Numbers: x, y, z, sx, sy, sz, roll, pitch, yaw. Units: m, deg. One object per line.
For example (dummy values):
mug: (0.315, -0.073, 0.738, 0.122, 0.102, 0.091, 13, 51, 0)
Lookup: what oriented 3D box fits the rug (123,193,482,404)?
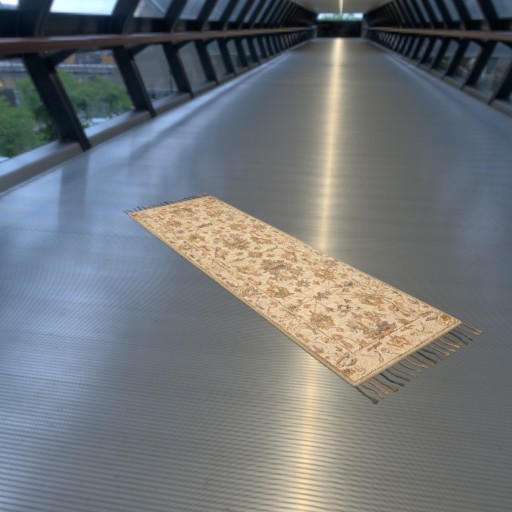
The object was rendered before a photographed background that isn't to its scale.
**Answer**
rug: (0.000, 0.000, 2.648, 0.729, 0.021, 2.438, -18, 31, -32)
